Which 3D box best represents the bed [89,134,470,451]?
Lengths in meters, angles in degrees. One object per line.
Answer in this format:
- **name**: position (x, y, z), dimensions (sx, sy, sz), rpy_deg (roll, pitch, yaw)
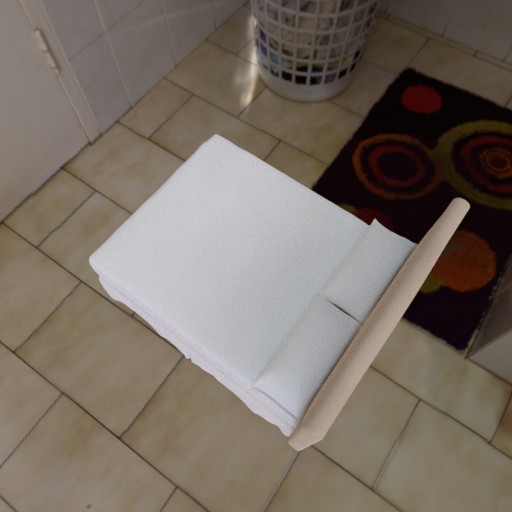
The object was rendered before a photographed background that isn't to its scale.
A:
- **bed**: position (0.000, 0.000, 3.210), dimensions (2.052, 1.398, 1.678), rpy_deg (34, 69, 15)
